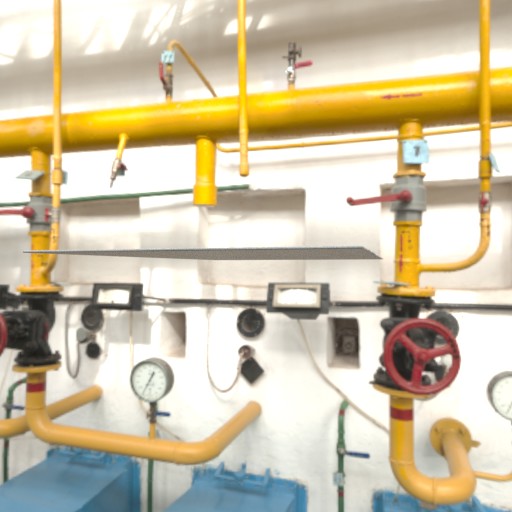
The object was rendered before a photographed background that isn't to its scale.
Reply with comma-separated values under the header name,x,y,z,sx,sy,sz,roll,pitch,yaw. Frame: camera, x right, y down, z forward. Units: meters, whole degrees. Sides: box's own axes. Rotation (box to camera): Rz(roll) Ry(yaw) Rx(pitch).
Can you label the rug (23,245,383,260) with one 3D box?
name,x,y,z,sx,sy,sz,roll,pitch,yaw
rug,0.000,0.000,2.317,1.231,0.012,1.835,0,-2,18
